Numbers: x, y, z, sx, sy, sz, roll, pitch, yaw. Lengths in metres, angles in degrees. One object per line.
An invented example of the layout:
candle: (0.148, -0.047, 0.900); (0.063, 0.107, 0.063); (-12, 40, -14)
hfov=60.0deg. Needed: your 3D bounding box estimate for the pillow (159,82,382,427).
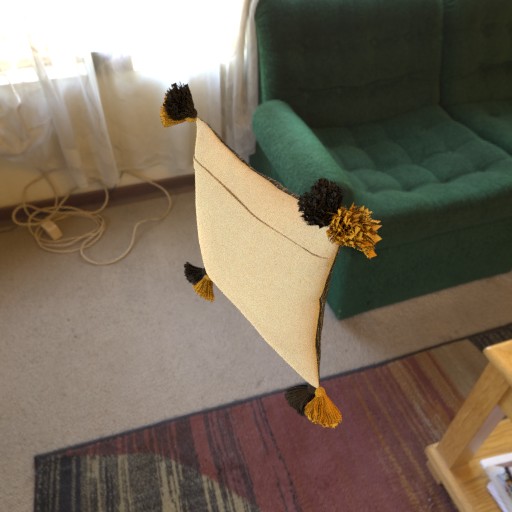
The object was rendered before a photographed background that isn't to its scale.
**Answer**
pillow: (0.000, 0.000, 1.001); (0.139, 0.659, 0.654); (-25, 48, -25)
